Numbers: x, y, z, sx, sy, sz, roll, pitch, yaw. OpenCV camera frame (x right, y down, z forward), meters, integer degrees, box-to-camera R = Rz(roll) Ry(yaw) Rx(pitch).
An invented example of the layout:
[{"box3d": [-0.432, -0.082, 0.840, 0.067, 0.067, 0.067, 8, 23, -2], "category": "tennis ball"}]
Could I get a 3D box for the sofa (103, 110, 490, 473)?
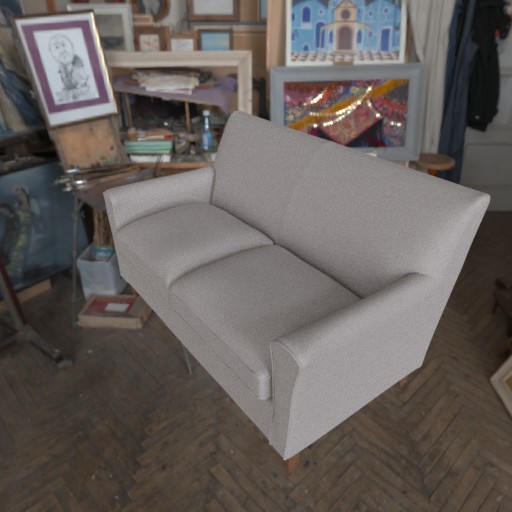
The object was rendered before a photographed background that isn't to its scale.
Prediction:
[{"box3d": [0.000, 0.000, 1.998, 0.888, 0.890, 1.482, -22, 38, -31], "category": "sofa"}]
